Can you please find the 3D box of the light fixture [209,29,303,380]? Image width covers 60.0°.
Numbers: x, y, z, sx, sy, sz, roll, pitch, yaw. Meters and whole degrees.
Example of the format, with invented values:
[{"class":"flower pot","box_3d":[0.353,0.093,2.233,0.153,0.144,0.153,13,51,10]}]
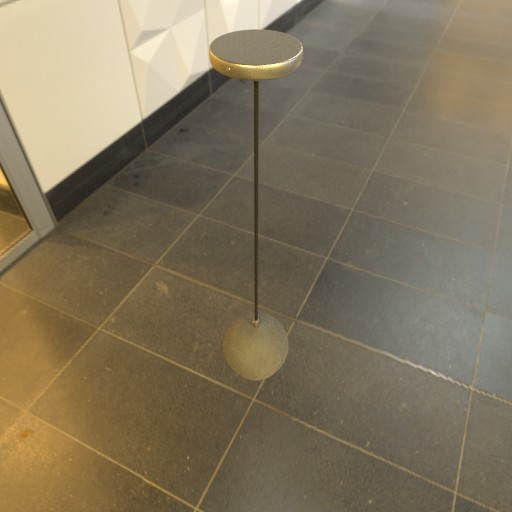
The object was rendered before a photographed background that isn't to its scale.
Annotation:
[{"class":"light fixture","box_3d":[0.000,0.000,0.831,0.153,0.760,0.153,5,46,4]}]
